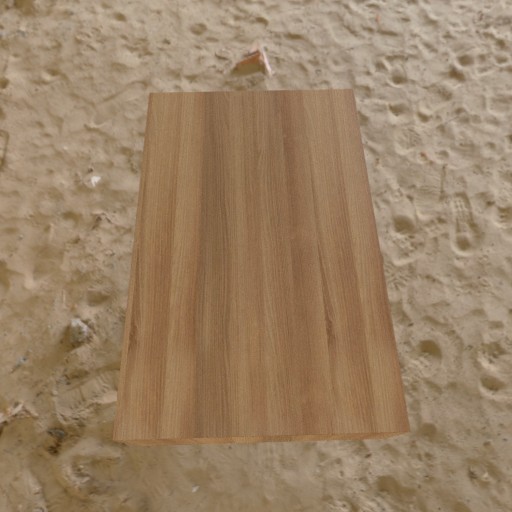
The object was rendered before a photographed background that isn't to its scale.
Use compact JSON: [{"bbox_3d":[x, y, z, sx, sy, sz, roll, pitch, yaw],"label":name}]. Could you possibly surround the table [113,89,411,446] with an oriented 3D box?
[{"bbox_3d":[0.000,0.000,1.428,0.700,0.330,1.100,-1,64,-1],"label":"table"}]
